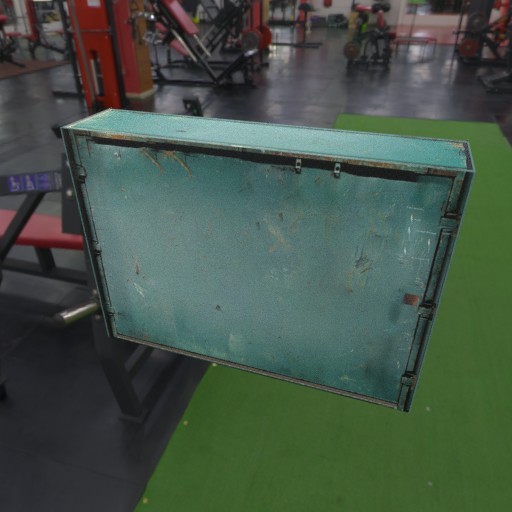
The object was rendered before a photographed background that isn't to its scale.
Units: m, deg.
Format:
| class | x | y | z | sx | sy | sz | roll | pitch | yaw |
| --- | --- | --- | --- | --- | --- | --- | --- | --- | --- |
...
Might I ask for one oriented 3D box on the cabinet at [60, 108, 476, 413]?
| class | x | y | z | sx | sy | sz | roll | pitch | yaw |
| --- | --- | --- | --- | --- | --- | --- | --- | --- | --- |
| cabinet | 0.000 | 0.000 | 3.895 | 3.001 | 2.160 | 0.680 | 10 | 33 | 16 |
